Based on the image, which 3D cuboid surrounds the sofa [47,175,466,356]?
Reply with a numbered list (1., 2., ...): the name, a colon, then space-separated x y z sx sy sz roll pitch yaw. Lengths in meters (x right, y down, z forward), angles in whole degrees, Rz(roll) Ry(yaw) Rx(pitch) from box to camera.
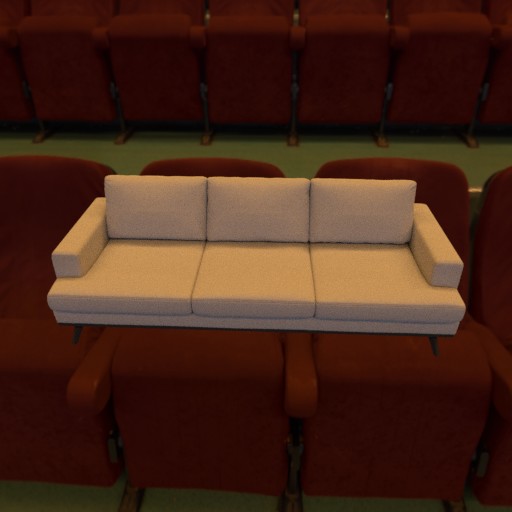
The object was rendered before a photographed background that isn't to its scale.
1. sofa: 0.000 0.000 2.781 2.310 0.810 0.920 1 33 2
